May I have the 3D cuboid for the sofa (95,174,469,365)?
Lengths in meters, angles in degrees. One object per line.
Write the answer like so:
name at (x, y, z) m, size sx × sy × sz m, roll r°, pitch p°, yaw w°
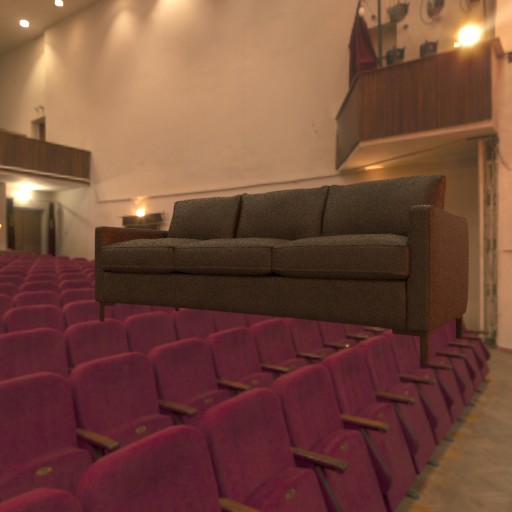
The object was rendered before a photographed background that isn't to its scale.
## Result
sofa at (0.000, 0.000, 2.427) m, size 2.029 × 0.805 × 0.748 m, roll 0°, pitch 0°, yaw 35°
